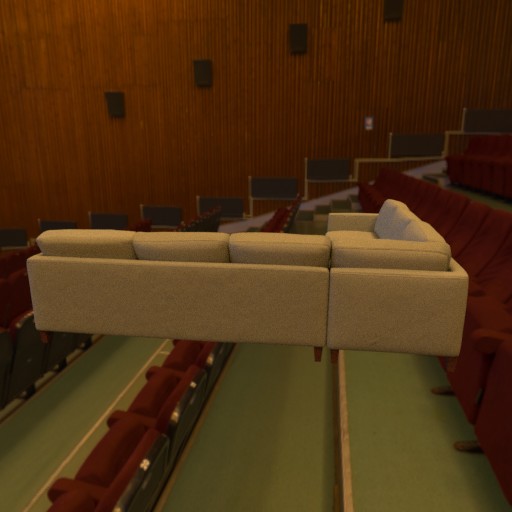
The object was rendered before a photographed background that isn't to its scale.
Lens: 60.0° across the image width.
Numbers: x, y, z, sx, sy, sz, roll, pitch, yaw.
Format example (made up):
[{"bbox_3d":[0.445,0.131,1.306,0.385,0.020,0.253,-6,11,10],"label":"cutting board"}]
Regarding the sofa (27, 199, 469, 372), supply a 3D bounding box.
[{"bbox_3d":[0.000,0.000,4.462,3.301,0.947,2.592,2,15,8],"label":"sofa"}]
